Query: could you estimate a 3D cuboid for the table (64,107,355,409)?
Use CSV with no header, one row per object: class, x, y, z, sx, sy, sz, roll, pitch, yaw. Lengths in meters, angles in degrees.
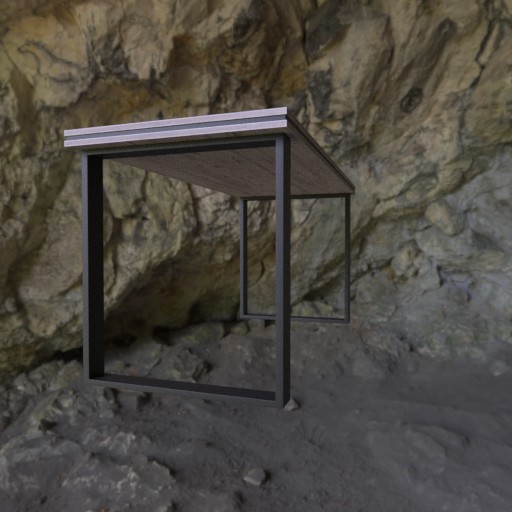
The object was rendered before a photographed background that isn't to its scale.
table,0.000,0.000,2.255,0.795,0.899,1.778,0,1,19
